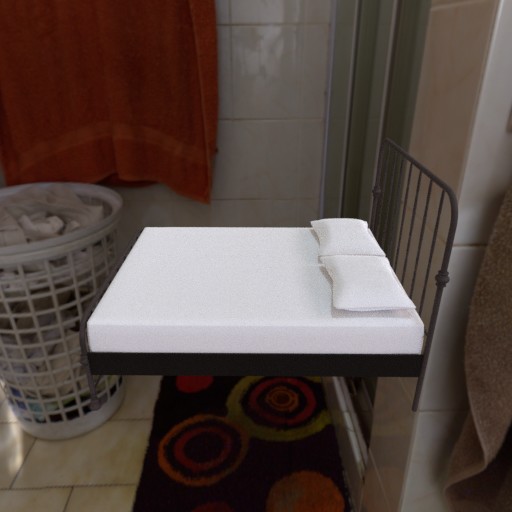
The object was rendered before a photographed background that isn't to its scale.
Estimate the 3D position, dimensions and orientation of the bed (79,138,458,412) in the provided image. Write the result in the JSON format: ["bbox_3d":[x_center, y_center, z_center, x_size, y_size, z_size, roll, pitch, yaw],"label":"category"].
[{"bbox_3d":[0.000,0.000,3.238,2.134,1.446,1.616,0,26,0],"label":"bed"}]
